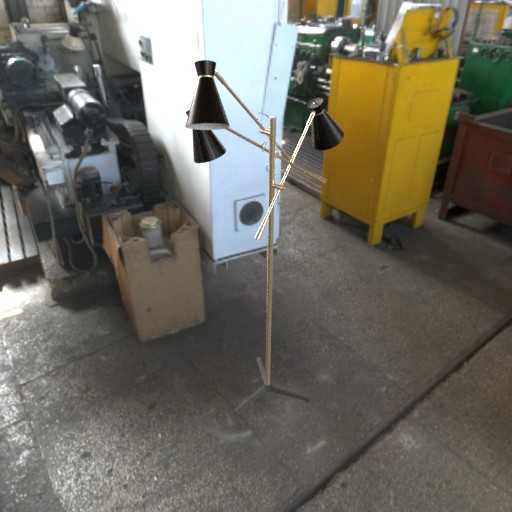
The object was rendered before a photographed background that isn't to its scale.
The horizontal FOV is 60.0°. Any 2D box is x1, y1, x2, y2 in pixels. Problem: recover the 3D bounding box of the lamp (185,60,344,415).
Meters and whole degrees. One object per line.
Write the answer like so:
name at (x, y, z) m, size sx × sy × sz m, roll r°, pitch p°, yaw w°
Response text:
lamp at (0.000, 0.000, 2.139) m, size 0.653 × 1.804 × 0.750 m, roll 10°, pitch 33°, yaw 15°
